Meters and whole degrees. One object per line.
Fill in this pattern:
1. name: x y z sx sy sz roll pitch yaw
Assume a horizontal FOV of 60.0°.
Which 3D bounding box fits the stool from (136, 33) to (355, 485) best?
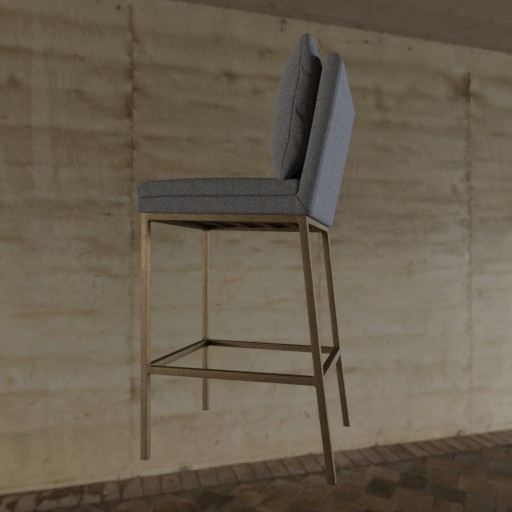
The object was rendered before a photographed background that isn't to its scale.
1. stool: 0.000 0.000 1.368 0.569 1.130 0.463 0 -1 17
